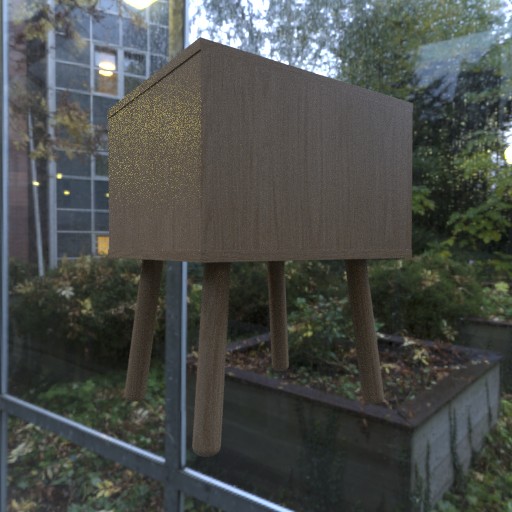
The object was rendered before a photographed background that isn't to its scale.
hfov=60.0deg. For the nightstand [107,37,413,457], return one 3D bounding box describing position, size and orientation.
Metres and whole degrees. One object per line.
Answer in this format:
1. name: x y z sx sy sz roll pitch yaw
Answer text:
1. nightstand: 0.000 0.000 0.857 0.450 0.571 0.380 -1 1 -36
